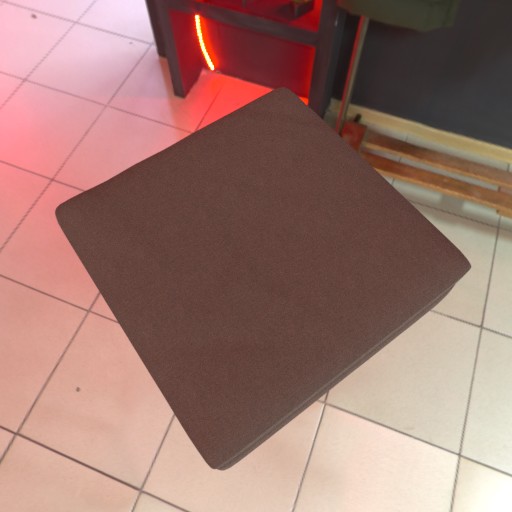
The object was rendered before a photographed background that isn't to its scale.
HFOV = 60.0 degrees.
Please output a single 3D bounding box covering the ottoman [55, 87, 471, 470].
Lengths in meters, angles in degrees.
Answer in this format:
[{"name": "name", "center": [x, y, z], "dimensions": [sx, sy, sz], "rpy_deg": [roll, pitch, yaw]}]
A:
[{"name": "ottoman", "center": [0.000, 0.000, 1.841], "dimensions": [1.181, 0.470, 1.181], "rpy_deg": [-33, 68, -15]}]
